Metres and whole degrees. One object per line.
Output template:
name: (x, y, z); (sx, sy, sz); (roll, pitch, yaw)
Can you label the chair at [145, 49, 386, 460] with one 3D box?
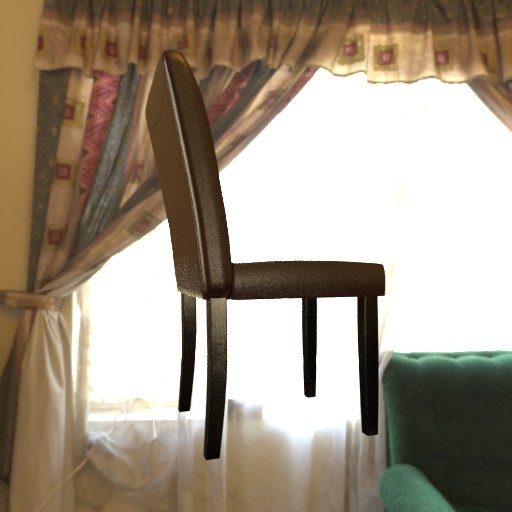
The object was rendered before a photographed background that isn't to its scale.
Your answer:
chair: (0.000, 0.000, 1.199); (0.556, 0.897, 0.399); (0, -1, -19)
